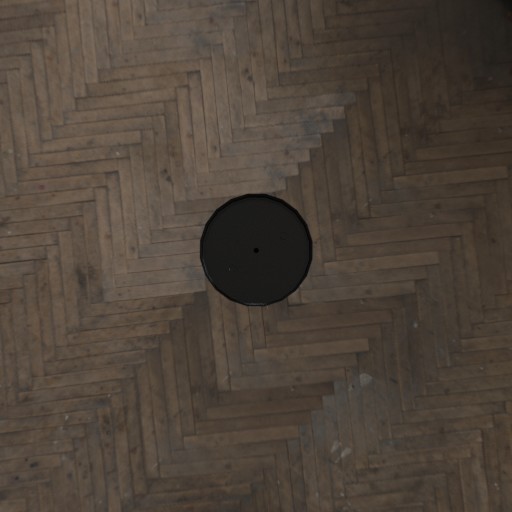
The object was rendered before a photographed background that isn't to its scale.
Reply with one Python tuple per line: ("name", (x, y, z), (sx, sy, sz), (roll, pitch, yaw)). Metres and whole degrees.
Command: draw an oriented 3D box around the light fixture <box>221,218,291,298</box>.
("light fixture", (0.000, 0.000, 2.027), (0.431, 1.764, 0.487), (0, 89, 0))
